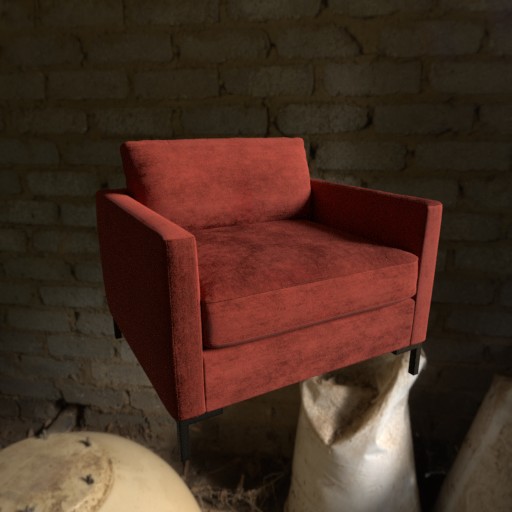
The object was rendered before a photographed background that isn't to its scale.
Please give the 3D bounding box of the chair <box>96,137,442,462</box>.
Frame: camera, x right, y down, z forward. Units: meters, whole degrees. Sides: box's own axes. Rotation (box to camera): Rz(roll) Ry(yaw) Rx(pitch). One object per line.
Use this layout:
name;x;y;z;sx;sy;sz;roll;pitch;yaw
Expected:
chair;0.000;0.000;1.613;0.964;0.812;0.875;-9;19;-28
